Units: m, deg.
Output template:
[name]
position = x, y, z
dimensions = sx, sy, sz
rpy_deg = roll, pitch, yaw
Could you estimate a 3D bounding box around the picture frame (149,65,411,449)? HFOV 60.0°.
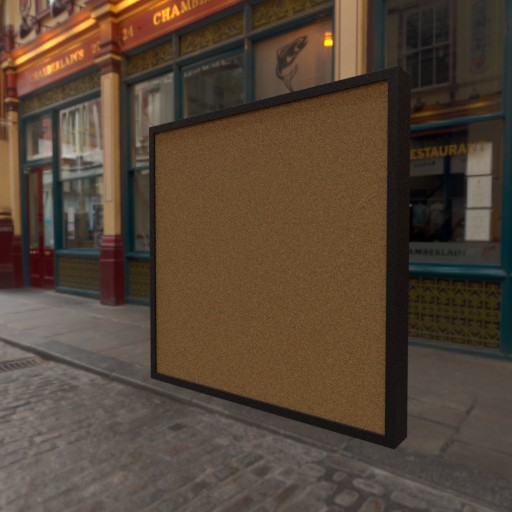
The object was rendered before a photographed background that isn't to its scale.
[picture frame]
position = 0.000, 0.000, 0.475
dimensions = 0.317, 0.317, 0.030
rpy_deg = 1, 2, 38
